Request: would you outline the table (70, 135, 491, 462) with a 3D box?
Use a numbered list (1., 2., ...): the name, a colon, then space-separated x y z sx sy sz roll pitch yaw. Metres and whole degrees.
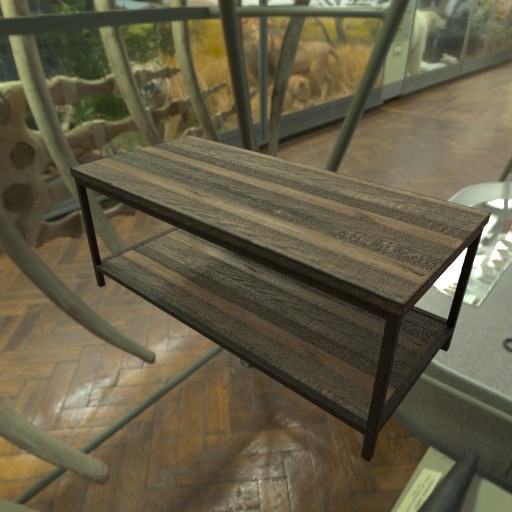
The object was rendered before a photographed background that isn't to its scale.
1. table: 0.000 0.000 1.214 0.990 0.399 0.452 23 37 34
